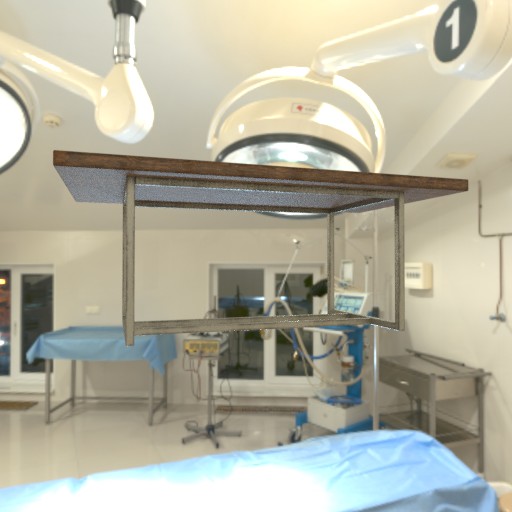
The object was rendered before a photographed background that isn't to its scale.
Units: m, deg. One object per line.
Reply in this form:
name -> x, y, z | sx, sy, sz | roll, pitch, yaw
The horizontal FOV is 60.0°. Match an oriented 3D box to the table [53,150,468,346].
table -> 0.000, 0.000, 2.518 | 1.989, 0.795, 1.078 | 0, -1, -18
